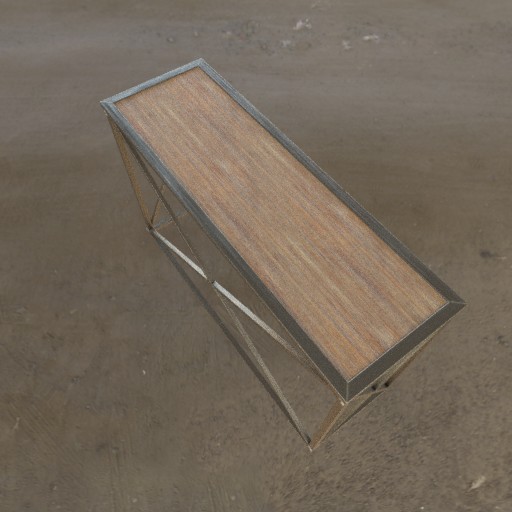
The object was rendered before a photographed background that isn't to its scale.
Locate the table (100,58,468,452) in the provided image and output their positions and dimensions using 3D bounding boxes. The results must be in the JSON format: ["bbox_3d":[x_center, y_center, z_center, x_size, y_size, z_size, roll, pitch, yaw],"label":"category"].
[{"bbox_3d":[0.000,0.000,1.601,0.402,0.753,1.216,-32,64,-18],"label":"table"}]
